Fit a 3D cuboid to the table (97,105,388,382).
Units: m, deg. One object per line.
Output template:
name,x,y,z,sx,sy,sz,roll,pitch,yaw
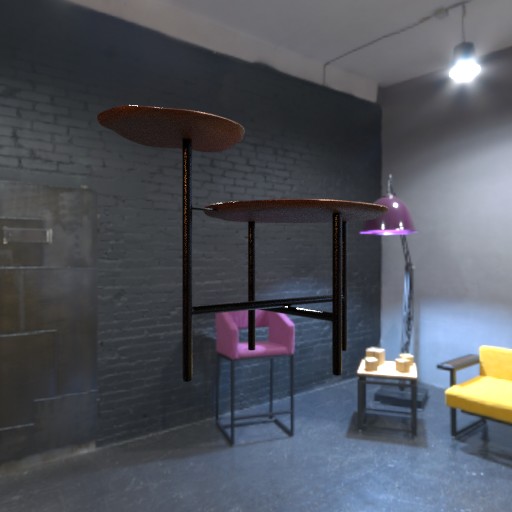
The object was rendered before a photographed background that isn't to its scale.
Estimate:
table,0.000,0.000,1.073,0.759,0.538,0.442,0,0,-36
